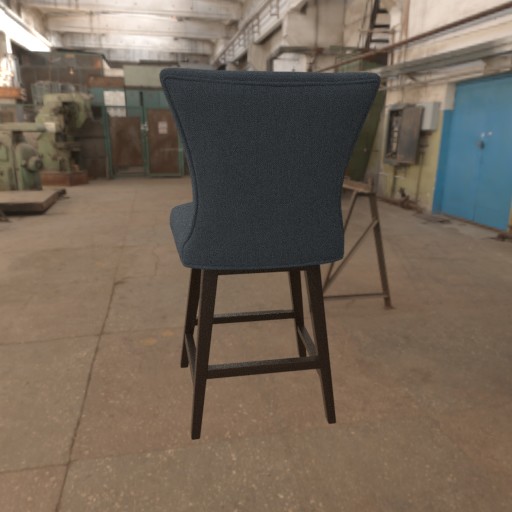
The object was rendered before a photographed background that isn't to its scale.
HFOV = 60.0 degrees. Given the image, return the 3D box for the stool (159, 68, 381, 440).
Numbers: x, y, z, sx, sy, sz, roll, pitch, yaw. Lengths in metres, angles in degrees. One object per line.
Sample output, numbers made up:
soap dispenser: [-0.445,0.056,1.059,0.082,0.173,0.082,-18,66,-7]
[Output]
stool: [0.000,0.000,1.350,0.514,1.000,0.574,-3,16,-10]
